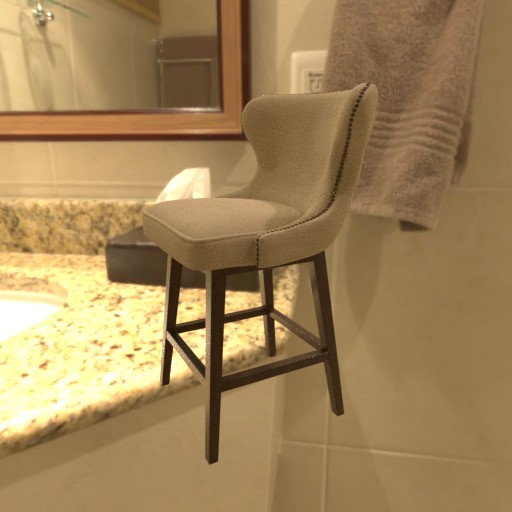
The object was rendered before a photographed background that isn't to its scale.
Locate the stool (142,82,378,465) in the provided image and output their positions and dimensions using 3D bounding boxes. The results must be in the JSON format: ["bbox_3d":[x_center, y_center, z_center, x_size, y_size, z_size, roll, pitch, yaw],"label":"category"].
[{"bbox_3d":[0.000,0.000,1.355,0.597,0.972,0.615,-9,18,-27],"label":"stool"}]
